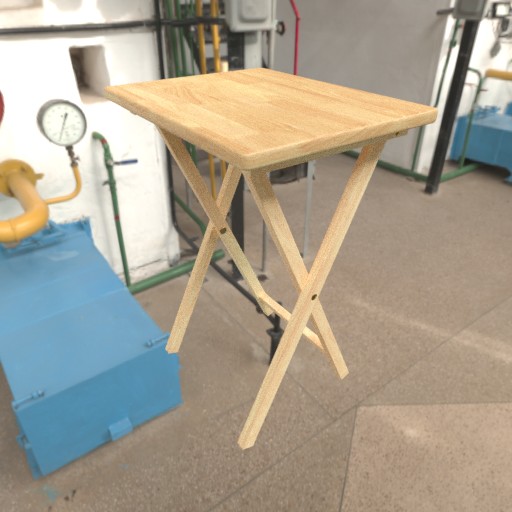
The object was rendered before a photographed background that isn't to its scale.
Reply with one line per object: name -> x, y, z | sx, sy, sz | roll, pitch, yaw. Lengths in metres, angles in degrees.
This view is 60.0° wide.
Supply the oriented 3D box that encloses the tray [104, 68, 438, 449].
tray -> 0.000, 0.000, 0.953 | 0.381, 0.660, 0.483 | -21, 37, -30
